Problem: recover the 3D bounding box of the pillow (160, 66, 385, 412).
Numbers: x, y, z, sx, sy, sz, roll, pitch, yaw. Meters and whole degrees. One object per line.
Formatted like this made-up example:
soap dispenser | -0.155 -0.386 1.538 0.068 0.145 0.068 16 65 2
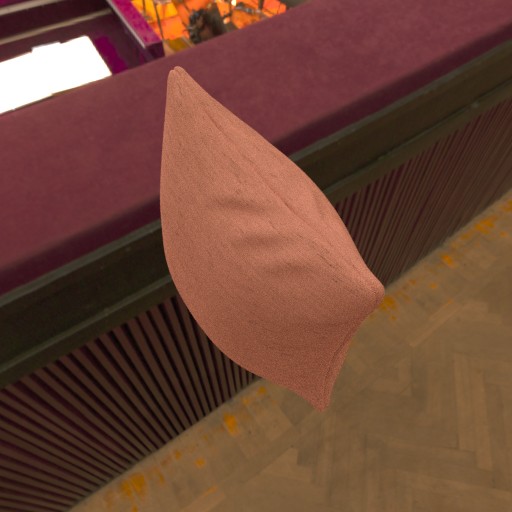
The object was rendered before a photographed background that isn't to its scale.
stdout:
pillow | 0.000 0.000 0.683 0.246 0.415 0.432 -28 61 -17
